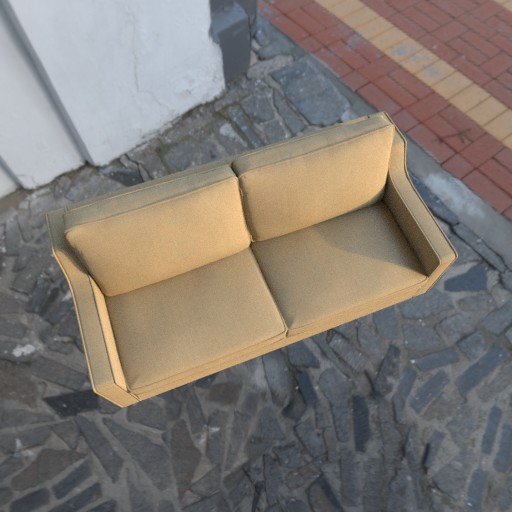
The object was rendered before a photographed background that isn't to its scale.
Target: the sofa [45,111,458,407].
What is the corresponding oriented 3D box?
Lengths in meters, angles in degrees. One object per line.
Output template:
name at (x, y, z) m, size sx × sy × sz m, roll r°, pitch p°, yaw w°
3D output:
sofa at (0.000, 0.000, 2.794) m, size 2.178 × 1.071 × 1.066 m, roll -19°, pitch 65°, yaw -9°
